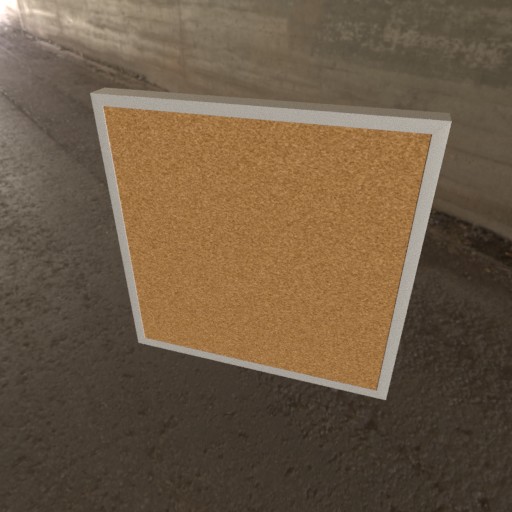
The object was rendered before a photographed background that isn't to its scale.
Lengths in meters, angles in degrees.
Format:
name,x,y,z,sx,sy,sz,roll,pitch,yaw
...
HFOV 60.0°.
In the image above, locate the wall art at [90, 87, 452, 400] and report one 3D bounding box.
name,x,y,z,sx,sy,sz,roll,pitch,yaw
wall art,0.000,0.000,0.750,0.506,0.505,0.038,9,34,14
